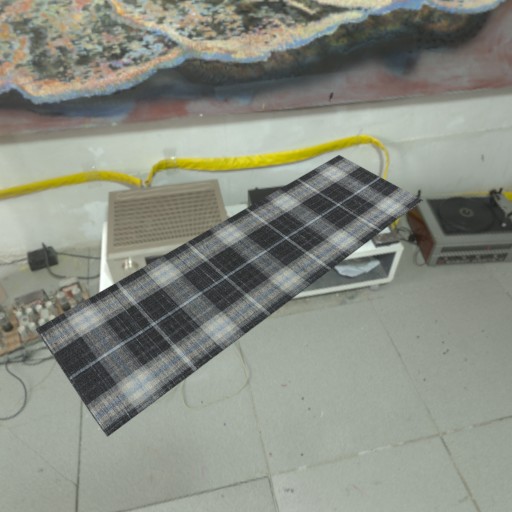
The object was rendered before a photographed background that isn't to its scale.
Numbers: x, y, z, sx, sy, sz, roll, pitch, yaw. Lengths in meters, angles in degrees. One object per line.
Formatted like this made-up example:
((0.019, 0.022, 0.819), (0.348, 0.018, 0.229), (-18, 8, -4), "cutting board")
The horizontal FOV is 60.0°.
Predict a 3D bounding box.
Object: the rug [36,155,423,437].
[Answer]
((0.000, 0.000, 2.690), (2.434, 0.012, 0.760), (-33, 54, -28), "rug")
